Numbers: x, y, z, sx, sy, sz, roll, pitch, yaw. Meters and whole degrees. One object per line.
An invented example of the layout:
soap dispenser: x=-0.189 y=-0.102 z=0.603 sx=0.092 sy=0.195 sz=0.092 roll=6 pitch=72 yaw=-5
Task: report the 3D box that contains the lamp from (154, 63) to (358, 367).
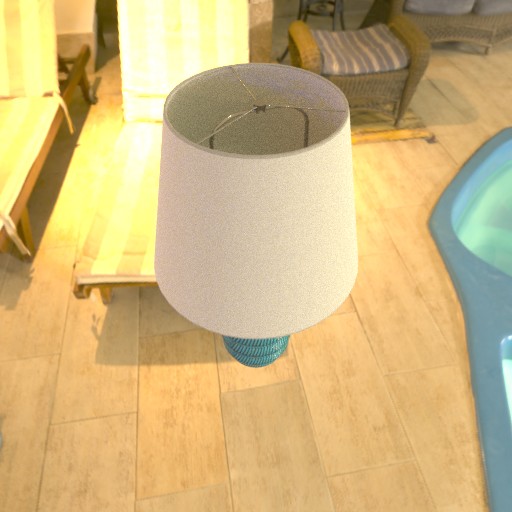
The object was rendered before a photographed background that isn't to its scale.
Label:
lamp: x=0.000 y=0.000 z=0.786 sx=0.355 sy=0.582 sz=0.355 roll=0 pitch=47 yaw=0
